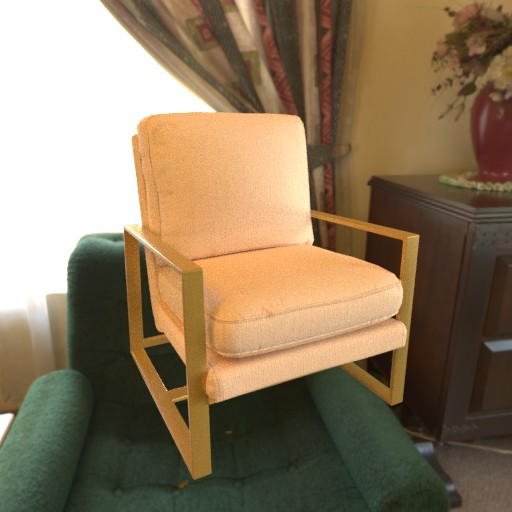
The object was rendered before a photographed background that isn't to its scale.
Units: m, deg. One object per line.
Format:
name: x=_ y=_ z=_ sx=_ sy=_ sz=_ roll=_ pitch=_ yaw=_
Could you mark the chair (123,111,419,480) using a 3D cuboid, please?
chair: x=0.000 y=0.000 z=1.528 sx=0.758 sy=0.956 sz=0.813 roll=-9 pitch=19 yaw=-26
